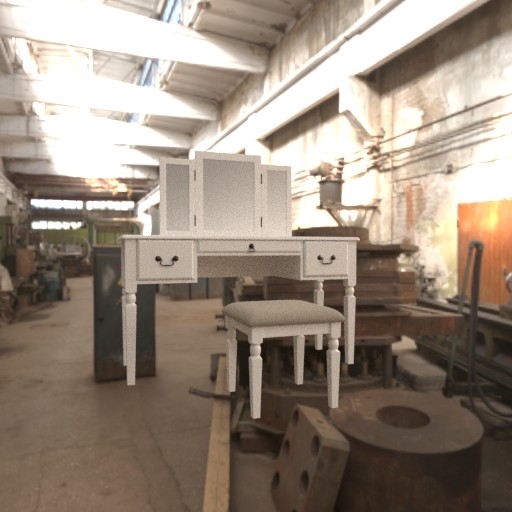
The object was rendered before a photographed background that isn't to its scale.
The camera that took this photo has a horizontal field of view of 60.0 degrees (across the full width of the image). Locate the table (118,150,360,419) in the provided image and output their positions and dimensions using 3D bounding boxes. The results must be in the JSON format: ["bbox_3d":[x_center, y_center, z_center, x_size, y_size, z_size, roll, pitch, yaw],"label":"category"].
[{"bbox_3d":[0.000,0.000,2.361,1.369,1.310,1.115,0,1,-19],"label":"table"}]
